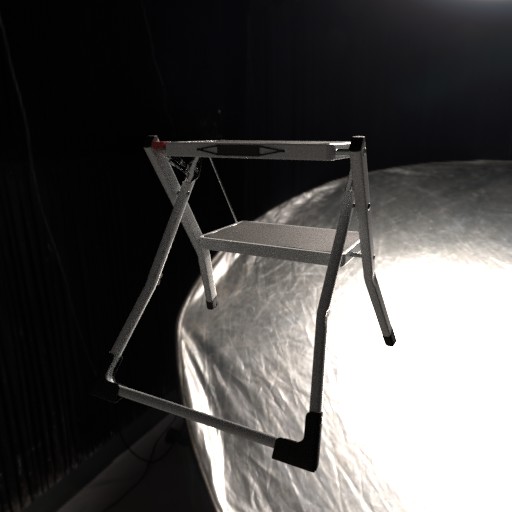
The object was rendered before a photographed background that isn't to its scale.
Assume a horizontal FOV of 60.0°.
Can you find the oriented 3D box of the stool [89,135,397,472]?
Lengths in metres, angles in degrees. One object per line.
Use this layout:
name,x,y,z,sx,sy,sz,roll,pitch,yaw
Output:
stool,0.000,0.000,0.849,0.485,0.445,0.490,8,17,26
